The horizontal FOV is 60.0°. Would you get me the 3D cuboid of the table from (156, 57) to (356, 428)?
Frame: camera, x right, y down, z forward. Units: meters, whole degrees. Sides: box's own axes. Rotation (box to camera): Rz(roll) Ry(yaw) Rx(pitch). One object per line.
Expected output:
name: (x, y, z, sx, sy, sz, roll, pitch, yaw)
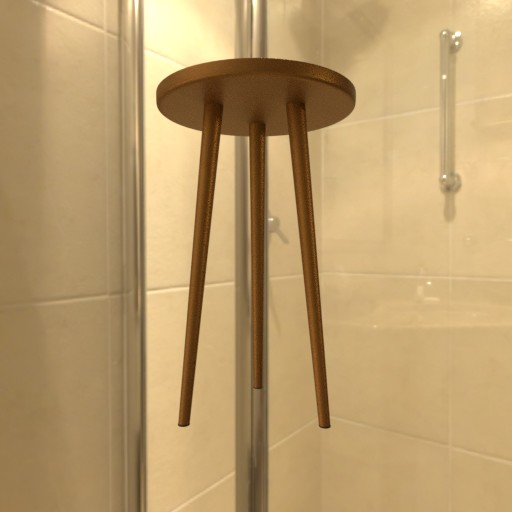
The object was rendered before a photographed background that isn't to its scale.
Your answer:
table: (0.000, 0.000, 0.683, 0.299, 0.480, 0.299, 0, 1, -1)
